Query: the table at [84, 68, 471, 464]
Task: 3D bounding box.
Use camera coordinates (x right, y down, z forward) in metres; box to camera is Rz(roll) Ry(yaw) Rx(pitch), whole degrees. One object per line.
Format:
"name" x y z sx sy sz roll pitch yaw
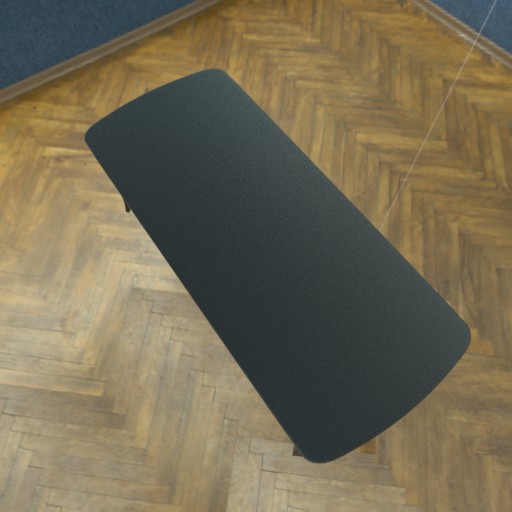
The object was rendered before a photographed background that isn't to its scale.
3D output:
"table" 0.000 0.000 1.550 0.571 0.457 1.333 -33 68 -15
